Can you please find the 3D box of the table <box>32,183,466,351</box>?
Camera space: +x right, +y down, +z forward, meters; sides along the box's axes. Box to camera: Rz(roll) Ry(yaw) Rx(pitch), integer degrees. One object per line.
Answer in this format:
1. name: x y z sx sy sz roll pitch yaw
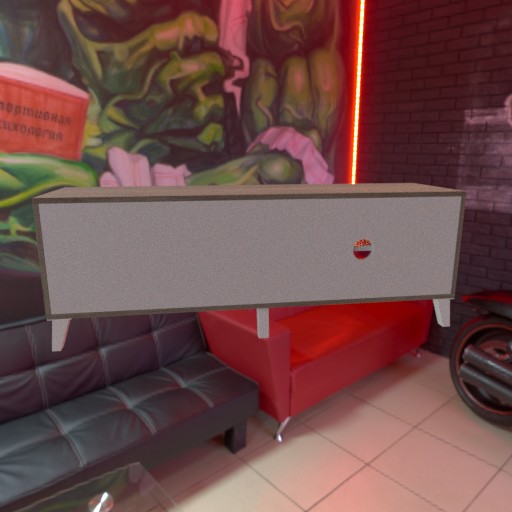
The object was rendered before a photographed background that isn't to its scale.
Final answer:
1. table: 0.000 0.000 1.770 1.500 0.530 0.400 -2 14 -8
